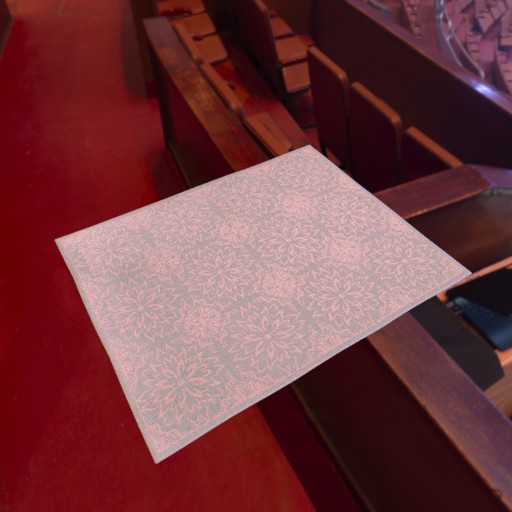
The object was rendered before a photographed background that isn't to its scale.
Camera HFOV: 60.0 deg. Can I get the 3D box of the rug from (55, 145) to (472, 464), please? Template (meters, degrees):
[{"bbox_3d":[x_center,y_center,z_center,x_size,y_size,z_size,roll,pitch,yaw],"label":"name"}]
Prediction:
[{"bbox_3d":[0.000,0.000,4.017,2.980,0.012,2.363,-25,52,-21],"label":"rug"}]
